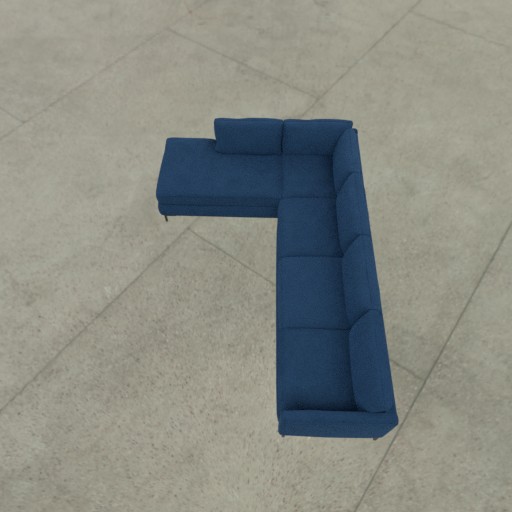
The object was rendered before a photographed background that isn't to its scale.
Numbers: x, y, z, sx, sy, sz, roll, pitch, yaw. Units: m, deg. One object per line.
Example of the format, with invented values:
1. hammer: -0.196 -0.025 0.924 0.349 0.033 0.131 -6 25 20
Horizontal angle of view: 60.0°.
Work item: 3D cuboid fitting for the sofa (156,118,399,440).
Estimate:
1. sofa: 0.000 0.000 3.930 2.007 0.815 2.949 1 58 1
